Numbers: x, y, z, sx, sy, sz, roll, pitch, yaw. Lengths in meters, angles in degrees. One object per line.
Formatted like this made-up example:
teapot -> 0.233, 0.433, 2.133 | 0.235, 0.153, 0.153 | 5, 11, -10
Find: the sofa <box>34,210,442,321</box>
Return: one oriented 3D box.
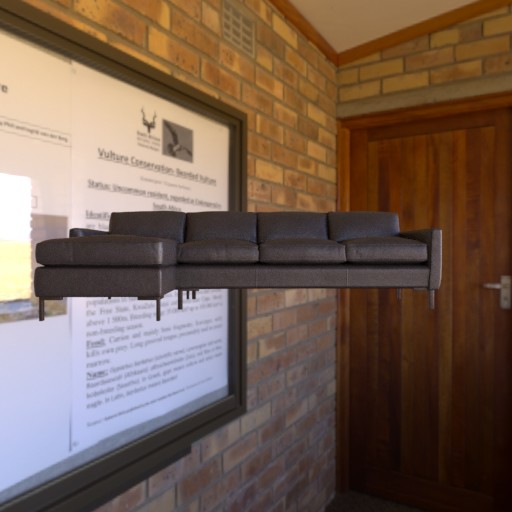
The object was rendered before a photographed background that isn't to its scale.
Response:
sofa -> 0.000, 0.000, 3.664 | 2.993, 0.859, 1.471 | 0, 0, -1
